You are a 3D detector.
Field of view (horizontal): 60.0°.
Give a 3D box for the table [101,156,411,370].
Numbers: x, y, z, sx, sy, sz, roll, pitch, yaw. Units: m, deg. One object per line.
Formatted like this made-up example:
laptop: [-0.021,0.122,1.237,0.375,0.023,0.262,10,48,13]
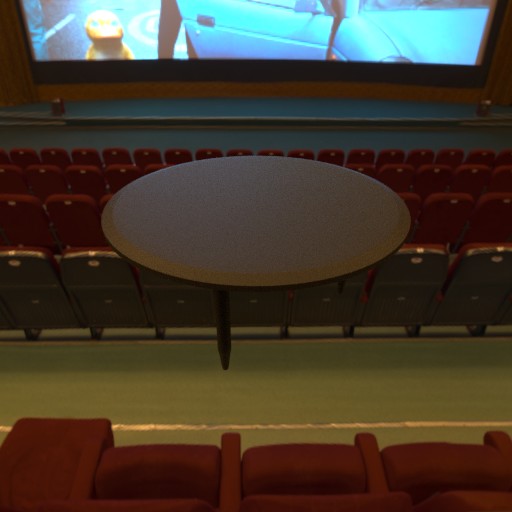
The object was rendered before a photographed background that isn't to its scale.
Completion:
table: [0.000,0.000,1.442,0.900,0.400,0.900,0,30,0]
